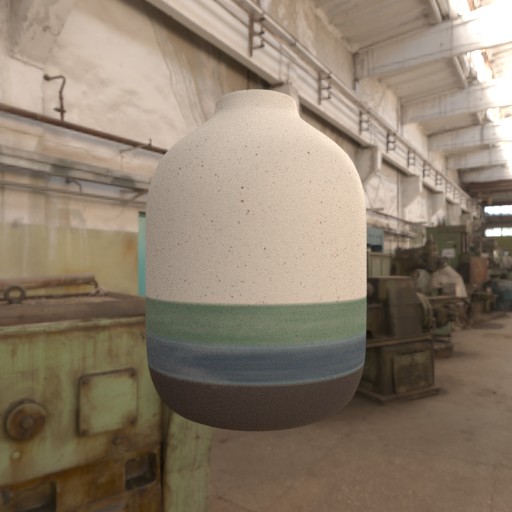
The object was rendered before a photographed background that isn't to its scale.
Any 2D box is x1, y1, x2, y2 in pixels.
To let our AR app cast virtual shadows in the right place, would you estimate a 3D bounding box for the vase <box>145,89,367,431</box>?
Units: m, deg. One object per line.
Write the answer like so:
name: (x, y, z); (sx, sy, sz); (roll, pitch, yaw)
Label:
vase: (0.000, 0.000, 0.350); (0.169, 0.240, 0.169); (0, 0, 0)
